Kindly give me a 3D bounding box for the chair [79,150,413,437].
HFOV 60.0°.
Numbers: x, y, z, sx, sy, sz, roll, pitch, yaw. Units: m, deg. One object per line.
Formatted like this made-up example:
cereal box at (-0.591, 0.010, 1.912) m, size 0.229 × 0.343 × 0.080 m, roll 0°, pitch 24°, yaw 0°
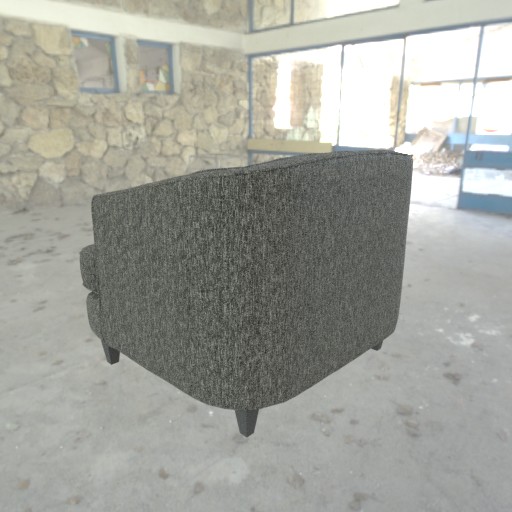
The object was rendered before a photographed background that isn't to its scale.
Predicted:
chair at (0.000, 0.000, 1.784) m, size 0.941 × 0.852 × 1.104 m, roll 16°, pitch 22°, yaw 43°
